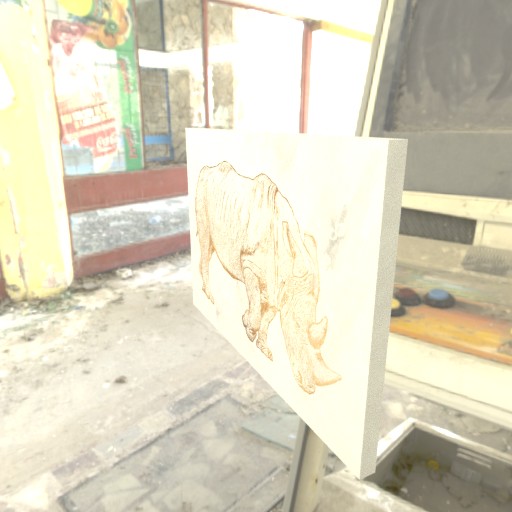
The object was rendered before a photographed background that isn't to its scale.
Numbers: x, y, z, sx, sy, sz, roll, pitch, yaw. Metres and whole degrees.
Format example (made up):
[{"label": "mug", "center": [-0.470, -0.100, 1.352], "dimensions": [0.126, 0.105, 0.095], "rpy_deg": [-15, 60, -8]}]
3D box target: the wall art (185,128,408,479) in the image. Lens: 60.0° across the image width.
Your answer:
[{"label": "wall art", "center": [0.000, 0.000, 1.128], "dimensions": [0.038, 0.610, 0.915], "rpy_deg": [-9, 19, -26]}]
